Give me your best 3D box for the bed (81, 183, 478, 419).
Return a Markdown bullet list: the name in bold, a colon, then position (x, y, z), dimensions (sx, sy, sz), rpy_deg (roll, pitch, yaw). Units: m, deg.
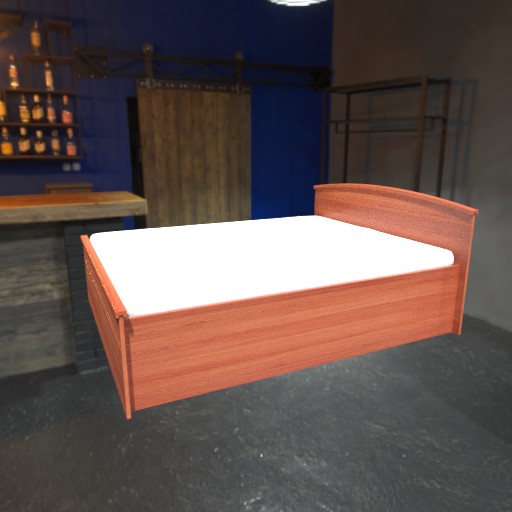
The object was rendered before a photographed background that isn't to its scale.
- **bed**: position (0.000, 0.000, 2.963), dimensions (2.053, 0.848, 1.683), rpy_deg (-7, 16, -25)
